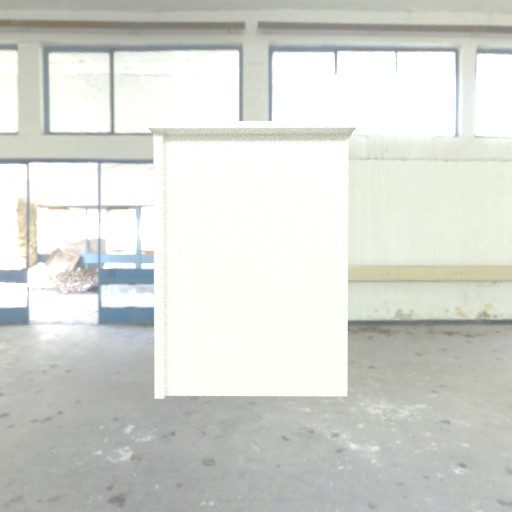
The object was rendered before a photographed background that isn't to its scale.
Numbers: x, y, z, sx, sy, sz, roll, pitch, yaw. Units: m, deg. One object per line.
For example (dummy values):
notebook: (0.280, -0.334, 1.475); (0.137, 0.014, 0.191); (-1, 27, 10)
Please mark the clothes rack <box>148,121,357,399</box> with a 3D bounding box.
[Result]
clothes rack: (0.000, 0.000, 1.472); (0.405, 0.558, 1.218); (0, 1, 1)
